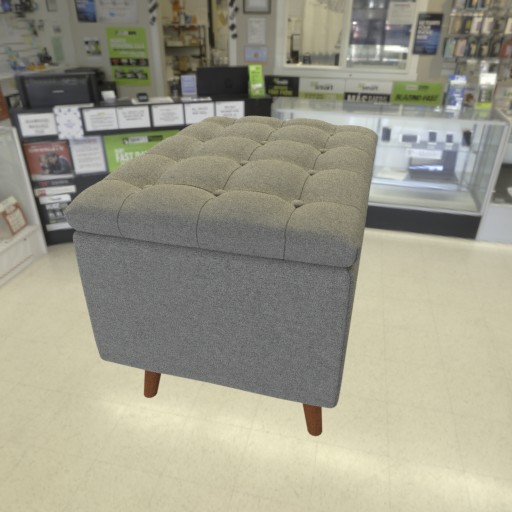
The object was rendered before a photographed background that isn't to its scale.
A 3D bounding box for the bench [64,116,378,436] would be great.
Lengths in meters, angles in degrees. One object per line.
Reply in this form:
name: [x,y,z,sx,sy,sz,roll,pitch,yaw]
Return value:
bench: [0.000,0.000,0.909,0.417,0.469,0.572,8,31,14]
